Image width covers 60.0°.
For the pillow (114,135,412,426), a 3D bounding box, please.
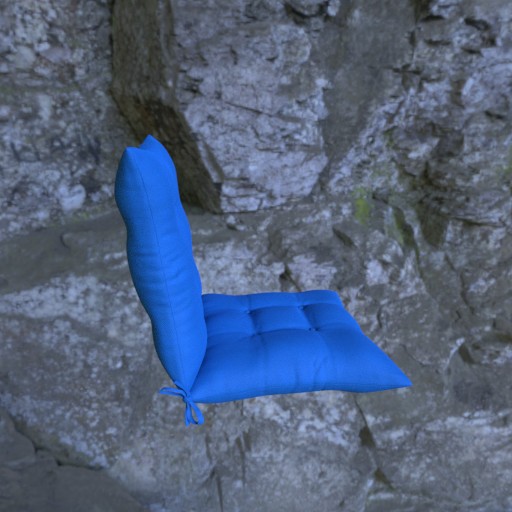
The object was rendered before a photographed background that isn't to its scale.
[{"bbox_3d":[0.000,0.000,1.043,0.585,0.536,0.541,-3,17,-8],"label":"pillow"}]
